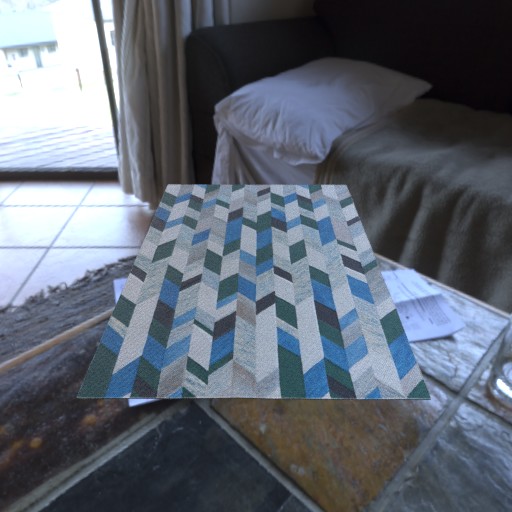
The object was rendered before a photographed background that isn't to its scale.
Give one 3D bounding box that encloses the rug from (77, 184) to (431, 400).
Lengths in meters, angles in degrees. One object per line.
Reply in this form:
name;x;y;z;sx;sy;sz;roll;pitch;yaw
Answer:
rug;0.000;0.000;2.283;1.229;0.005;1.827;0;33;0
